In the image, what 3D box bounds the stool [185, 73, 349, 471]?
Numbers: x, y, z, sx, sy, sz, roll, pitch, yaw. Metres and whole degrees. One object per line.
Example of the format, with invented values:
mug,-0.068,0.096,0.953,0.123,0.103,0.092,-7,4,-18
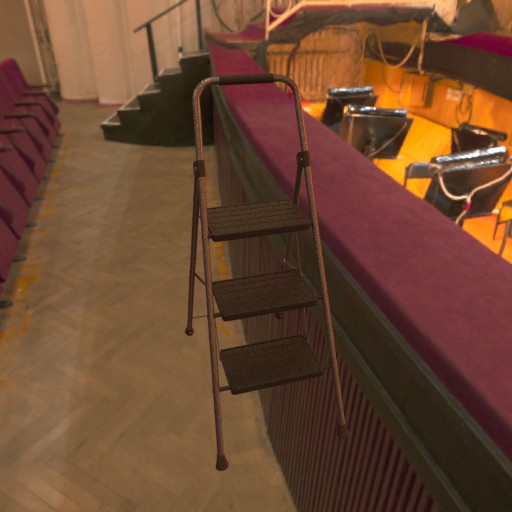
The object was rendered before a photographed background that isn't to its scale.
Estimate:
stool,0.000,0.000,1.500,0.473,1.121,0.733,-8,31,-14
